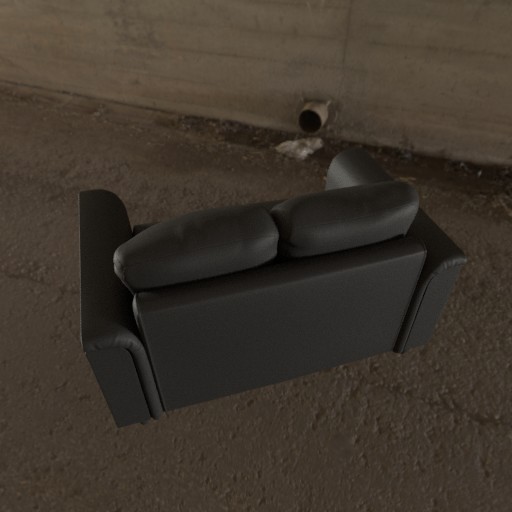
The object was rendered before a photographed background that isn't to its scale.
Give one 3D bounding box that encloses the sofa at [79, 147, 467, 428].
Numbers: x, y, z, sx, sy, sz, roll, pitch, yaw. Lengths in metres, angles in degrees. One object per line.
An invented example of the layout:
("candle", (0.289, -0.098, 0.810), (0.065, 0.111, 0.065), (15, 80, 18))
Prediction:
("sofa", (0.000, 0.000, 1.937), (1.386, 0.845, 0.887), (-12, 44, -12))
